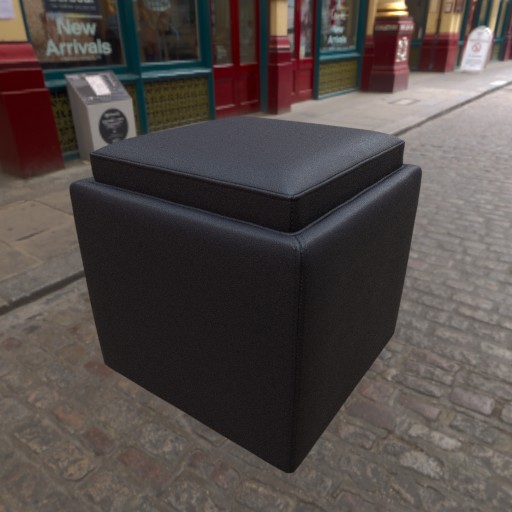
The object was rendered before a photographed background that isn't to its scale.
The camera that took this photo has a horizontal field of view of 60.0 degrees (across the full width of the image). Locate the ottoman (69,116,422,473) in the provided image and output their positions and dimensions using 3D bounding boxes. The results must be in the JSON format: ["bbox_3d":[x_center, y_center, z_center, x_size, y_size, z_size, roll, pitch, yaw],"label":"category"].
[{"bbox_3d":[0.000,0.000,0.826,0.450,0.460,0.451,17,31,31],"label":"ottoman"}]
